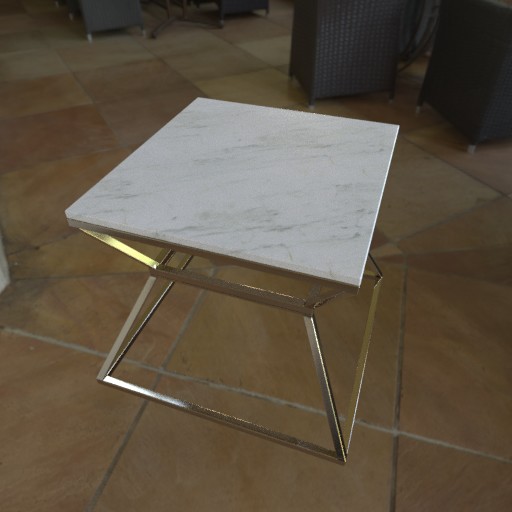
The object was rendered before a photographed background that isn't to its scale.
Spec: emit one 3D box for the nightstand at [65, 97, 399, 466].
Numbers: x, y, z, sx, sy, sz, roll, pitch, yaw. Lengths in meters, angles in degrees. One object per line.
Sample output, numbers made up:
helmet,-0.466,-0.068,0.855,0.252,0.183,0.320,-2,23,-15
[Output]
nightstand,0.000,0.000,0.897,0.514,0.426,0.513,13,42,15
